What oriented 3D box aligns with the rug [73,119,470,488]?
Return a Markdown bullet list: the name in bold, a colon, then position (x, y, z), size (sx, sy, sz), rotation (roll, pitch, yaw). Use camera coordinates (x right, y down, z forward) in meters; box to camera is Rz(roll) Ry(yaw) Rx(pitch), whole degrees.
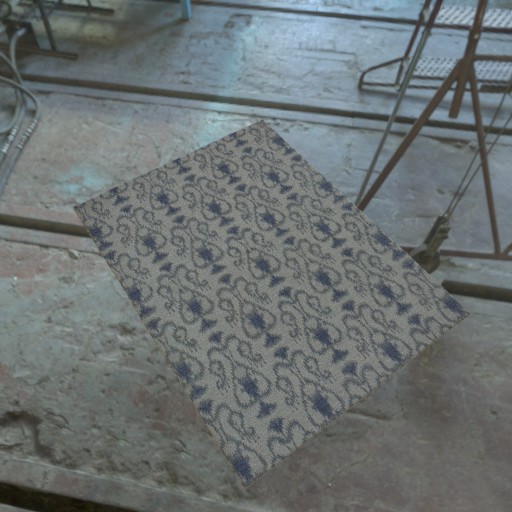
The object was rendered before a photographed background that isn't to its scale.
- **rug**: position (0.000, 0.000, 4.283), size (2.437, 0.015, 3.205), rotation (-30, 61, -19)
